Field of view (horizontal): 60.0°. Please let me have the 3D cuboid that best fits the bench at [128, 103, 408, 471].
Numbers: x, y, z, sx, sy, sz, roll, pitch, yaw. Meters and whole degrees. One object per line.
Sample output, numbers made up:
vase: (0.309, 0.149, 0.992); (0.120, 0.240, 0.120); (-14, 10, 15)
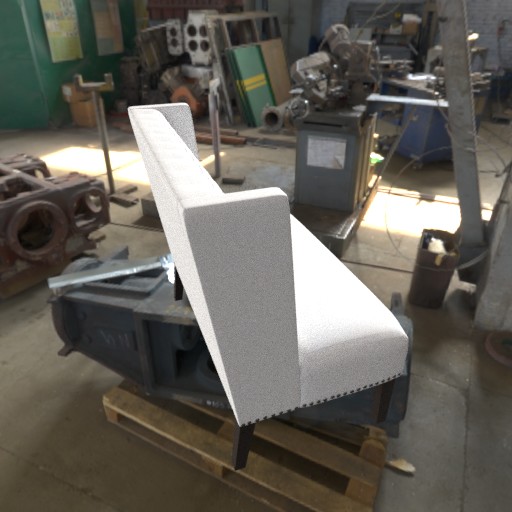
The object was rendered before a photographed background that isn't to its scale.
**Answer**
bench: (0.000, 0.000, 2.002); (0.847, 1.123, 1.280); (-10, 32, -17)
